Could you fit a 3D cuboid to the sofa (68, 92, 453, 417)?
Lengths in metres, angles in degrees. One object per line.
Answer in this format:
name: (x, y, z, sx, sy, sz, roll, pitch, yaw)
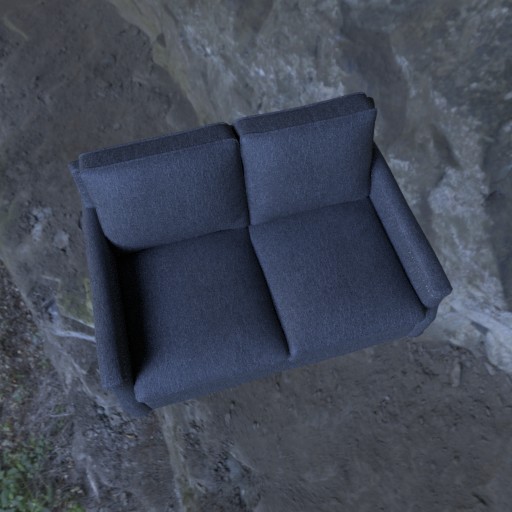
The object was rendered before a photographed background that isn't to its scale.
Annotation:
sofa: (0.000, 0.000, 2.211, 1.597, 1.003, 1.084, -14, 65, -7)
